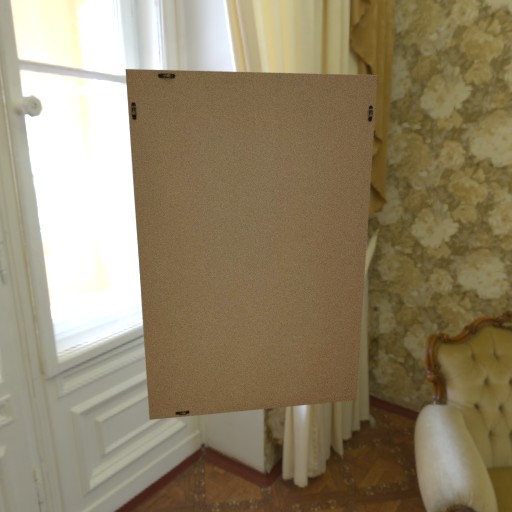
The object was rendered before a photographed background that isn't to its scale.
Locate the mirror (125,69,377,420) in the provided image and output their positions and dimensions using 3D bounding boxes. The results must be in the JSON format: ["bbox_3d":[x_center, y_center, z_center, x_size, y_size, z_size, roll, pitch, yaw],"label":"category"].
[{"bbox_3d":[0.000,0.000,1.188,0.609,0.915,0.040,-2,15,-9],"label":"mirror"}]
